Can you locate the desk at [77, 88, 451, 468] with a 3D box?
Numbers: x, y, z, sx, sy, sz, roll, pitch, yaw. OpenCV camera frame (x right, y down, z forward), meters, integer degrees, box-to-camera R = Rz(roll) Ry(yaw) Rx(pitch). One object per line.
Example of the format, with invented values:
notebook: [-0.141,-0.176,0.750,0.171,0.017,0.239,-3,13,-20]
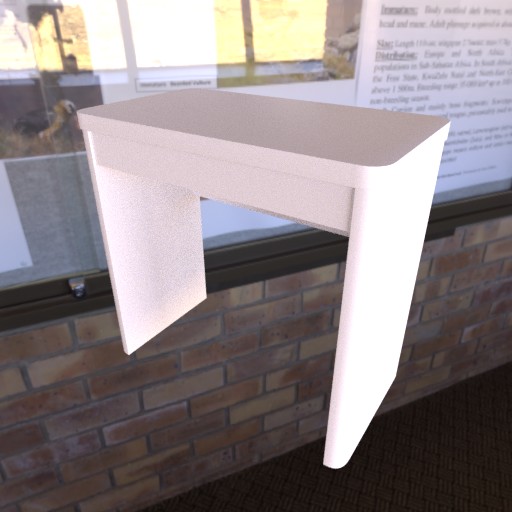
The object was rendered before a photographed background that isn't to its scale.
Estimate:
desk: [0.000,0.000,1.225,0.790,0.760,0.446,18,34,29]
